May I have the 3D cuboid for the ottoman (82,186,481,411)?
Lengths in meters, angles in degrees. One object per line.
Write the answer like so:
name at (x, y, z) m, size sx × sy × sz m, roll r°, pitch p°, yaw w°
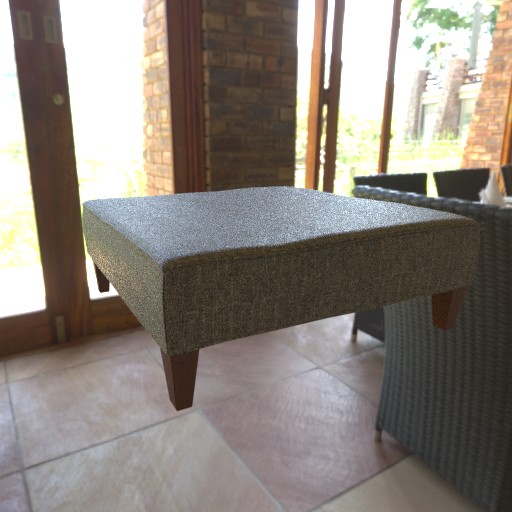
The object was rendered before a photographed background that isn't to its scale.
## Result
ottoman at (0.000, 0.000, 1.520) m, size 0.981 × 0.379 × 1.016 m, roll -8°, pitch 17°, yaw -28°
